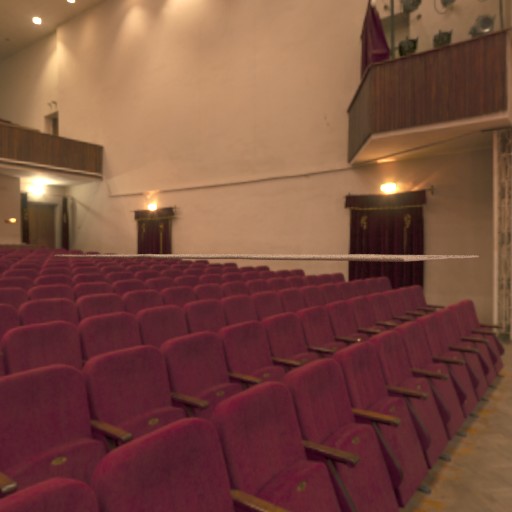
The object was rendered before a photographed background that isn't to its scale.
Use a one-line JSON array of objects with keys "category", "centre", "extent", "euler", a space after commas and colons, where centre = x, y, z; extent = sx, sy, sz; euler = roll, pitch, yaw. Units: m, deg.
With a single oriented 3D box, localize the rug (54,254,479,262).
[{"category": "rug", "centre": [0.000, 0.000, 1.046], "extent": [0.867, 0.007, 0.515], "euler": [0, 1, 37]}]
